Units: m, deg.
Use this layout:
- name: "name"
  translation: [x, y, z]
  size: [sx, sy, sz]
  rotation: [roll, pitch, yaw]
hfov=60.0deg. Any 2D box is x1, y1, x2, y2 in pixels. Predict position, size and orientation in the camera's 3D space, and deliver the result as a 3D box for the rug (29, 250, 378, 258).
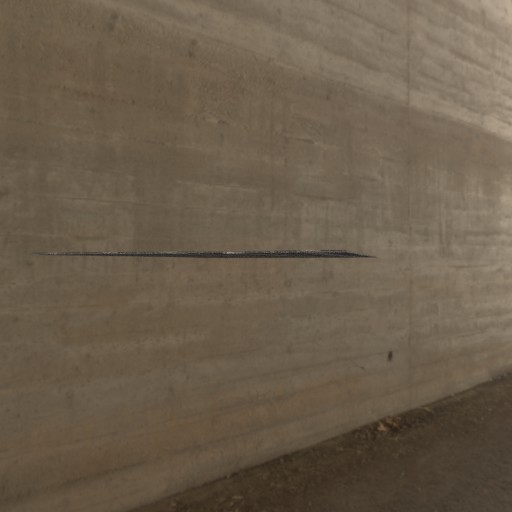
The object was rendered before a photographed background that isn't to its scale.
- name: "rug"
  translation: [0.000, 0.000, 3.053]
  size: [1.520, 0.015, 2.434]
  rotation: [0, -1, 18]
